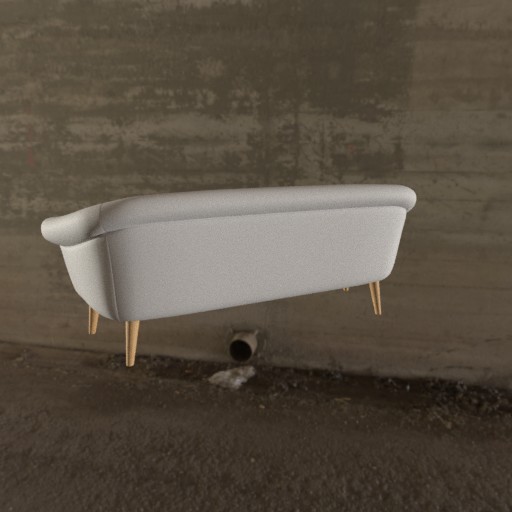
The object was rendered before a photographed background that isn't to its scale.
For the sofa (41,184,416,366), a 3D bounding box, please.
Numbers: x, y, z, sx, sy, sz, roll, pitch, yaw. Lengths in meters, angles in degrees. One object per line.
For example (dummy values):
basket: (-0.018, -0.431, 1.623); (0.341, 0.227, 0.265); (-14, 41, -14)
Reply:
sofa: (0.000, 0.000, 2.522); (2.160, 0.795, 0.827); (-7, 15, -26)
